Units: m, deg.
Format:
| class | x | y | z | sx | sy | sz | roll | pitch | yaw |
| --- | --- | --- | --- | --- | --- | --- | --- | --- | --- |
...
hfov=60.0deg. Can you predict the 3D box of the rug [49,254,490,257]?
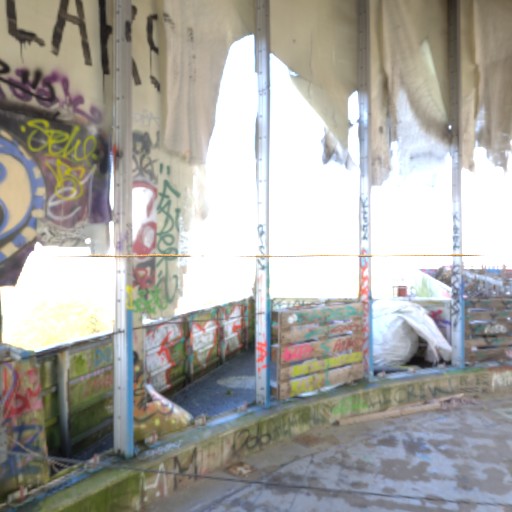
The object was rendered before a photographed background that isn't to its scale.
| class | x | y | z | sx | sy | sz | roll | pitch | yaw |
| --- | --- | --- | --- | --- | --- | --- | --- | --- | --- |
| rug | 0.000 | 0.000 | 2.549 | 2.294 | 0.014 | 0.704 | 0 | 0 | 17 |
